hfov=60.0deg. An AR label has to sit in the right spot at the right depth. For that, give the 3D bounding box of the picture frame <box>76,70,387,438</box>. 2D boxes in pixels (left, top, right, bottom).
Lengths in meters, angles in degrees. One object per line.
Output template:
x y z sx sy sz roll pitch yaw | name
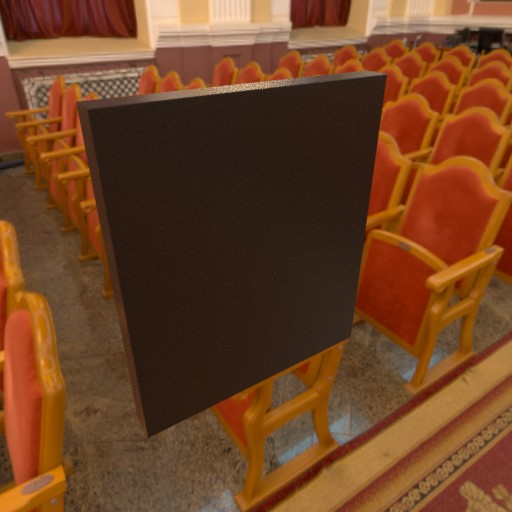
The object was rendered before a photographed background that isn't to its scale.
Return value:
0.000 0.000 0.520 0.328 0.378 0.034 -18 35 -29 | picture frame
